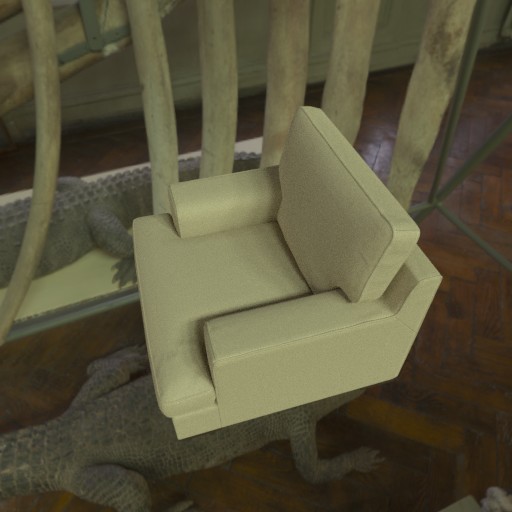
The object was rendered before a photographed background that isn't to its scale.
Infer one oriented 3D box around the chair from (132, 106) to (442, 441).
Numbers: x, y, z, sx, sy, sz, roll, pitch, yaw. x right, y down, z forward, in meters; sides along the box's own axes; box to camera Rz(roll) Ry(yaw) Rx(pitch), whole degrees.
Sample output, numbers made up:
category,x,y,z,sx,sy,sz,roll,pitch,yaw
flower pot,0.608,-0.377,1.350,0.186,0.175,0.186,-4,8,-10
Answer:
category,x,y,z,sx,sy,sz,roll,pitch,yaw
chair,0.000,0.000,2.152,1.274,1.005,1.293,-18,48,-17
